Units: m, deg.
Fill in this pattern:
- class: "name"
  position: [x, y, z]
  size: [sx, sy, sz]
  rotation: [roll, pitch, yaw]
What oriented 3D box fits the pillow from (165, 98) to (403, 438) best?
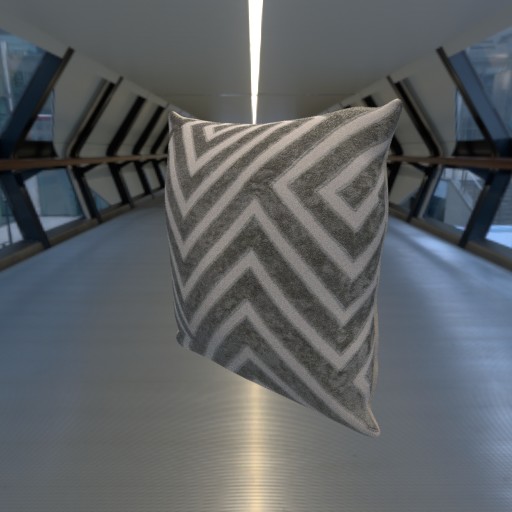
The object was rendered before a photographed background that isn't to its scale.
- class: "pillow"
  position: [0.000, 0.000, 0.677]
  size: [0.440, 0.441, 0.182]
  rotation: [13, 19, 42]
